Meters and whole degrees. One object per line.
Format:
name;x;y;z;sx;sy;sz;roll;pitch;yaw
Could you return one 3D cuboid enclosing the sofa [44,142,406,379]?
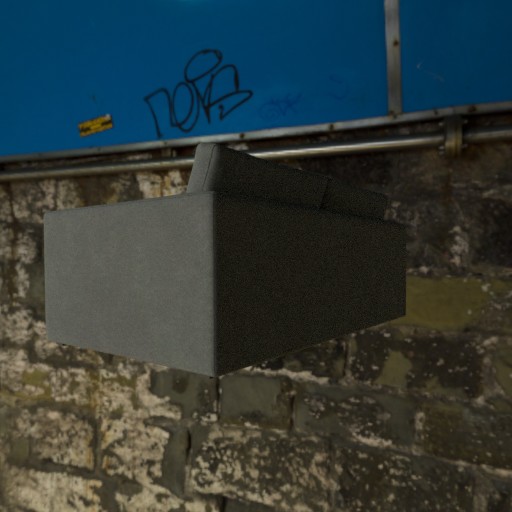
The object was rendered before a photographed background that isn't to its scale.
sofa;0.000;0.000;2.520;1.091;0.845;1.909;0;0;37
